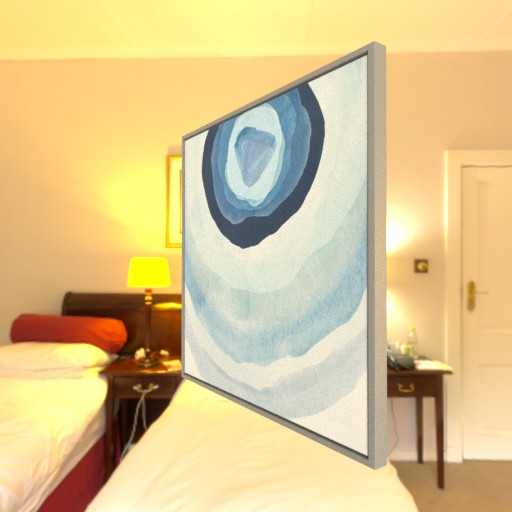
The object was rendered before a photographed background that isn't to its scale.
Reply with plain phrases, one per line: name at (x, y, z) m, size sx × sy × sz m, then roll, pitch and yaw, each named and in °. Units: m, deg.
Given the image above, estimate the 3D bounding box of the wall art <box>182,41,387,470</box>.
wall art at (0.000, 0.000, 1.170) m, size 0.038 × 0.807 × 0.809 m, roll 0°, pitch 0°, yaw -36°
